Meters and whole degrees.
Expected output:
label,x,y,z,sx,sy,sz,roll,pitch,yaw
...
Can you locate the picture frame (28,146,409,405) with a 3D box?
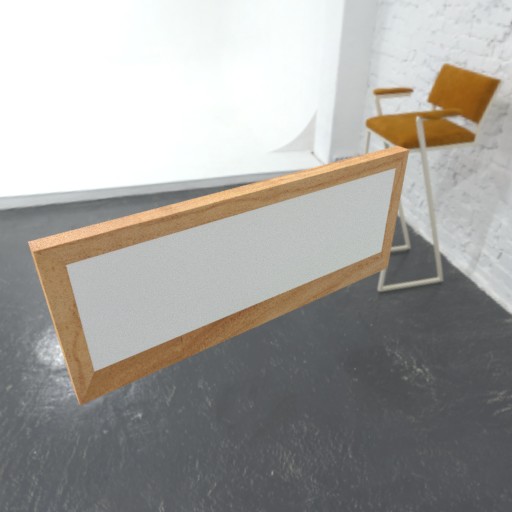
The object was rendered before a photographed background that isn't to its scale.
label,x,y,z,sx,sy,sz,roll,pitch,yaw
picture frame,0.000,0.000,0.670,0.582,0.234,0.045,-20,37,-29
